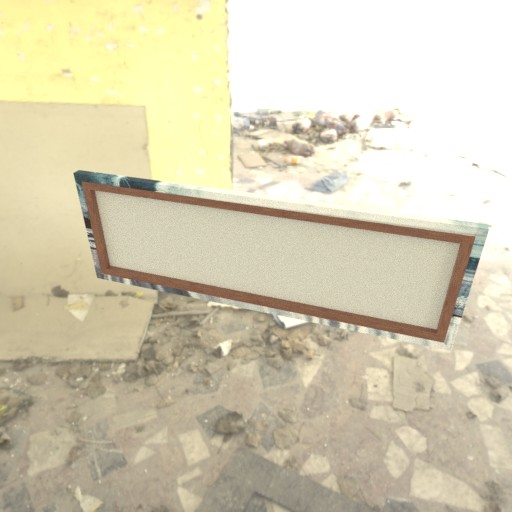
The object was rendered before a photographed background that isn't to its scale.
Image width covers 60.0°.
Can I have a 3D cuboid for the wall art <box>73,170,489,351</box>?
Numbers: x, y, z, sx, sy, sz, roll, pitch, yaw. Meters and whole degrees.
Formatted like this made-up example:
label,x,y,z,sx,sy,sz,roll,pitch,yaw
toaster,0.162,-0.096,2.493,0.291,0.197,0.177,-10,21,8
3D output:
label,x,y,z,sx,sy,sz,roll,pitch,yaw
wall art,0.000,0.000,1.715,1.524,0.509,0.037,10,33,15
